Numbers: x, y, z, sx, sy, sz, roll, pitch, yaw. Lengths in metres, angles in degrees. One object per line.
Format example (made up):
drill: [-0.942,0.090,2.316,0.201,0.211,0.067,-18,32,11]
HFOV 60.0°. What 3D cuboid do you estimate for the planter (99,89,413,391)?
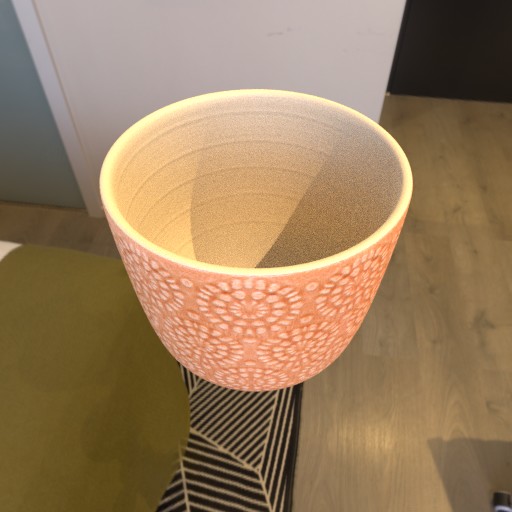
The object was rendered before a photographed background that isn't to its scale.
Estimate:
planter: [0.000,0.000,0.369,0.208,0.190,0.208,0,47,0]
